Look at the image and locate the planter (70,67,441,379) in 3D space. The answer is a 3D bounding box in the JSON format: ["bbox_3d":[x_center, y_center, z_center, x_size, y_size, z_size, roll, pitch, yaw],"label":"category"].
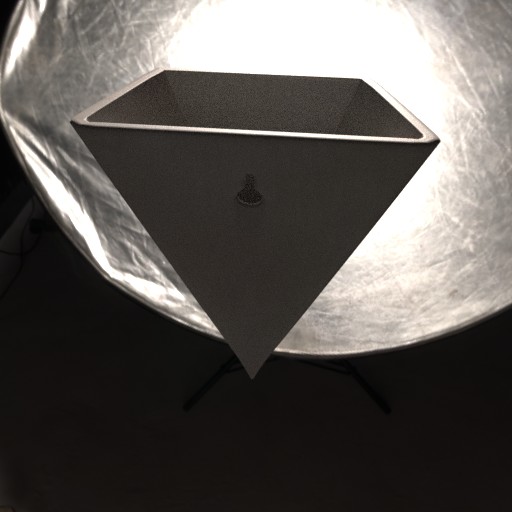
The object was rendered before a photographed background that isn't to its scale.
[{"bbox_3d":[0.000,0.000,0.265,0.150,0.197,0.060,4,46,4],"label":"planter"}]
